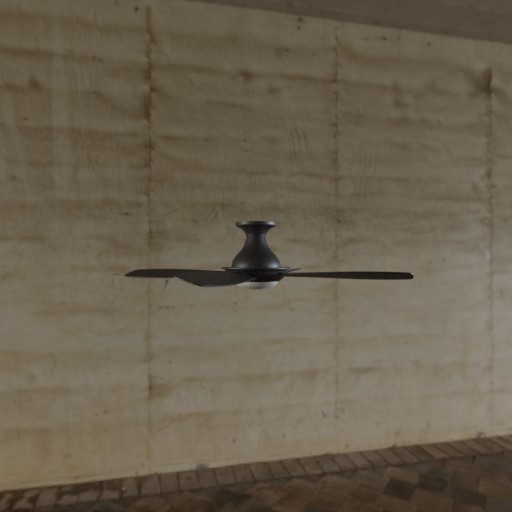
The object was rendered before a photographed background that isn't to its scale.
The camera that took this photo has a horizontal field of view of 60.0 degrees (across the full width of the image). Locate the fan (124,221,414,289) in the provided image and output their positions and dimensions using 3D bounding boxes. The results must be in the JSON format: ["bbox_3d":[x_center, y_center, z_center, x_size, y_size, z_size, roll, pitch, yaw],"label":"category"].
[{"bbox_3d":[0.000,0.000,2.529,1.694,0.382,1.694,0,0,19],"label":"fan"}]
